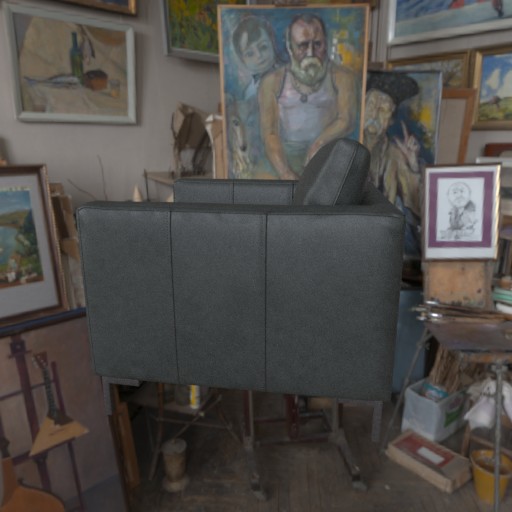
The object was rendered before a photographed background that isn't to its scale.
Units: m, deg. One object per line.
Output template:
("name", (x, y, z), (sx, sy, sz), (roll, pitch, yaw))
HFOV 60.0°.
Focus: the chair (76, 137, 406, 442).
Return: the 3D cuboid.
("chair", (0.000, 0.000, 1.524), (0.861, 0.824, 0.967), (2, 15, 9))
